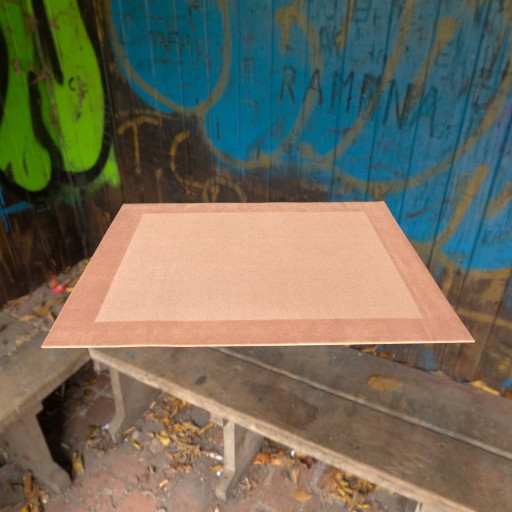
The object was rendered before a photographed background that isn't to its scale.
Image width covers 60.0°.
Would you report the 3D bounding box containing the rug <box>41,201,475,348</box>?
[{"bbox_3d":[0.000,0.000,4.147,3.057,0.021,2.431,-1,31,-1],"label":"rug"}]
